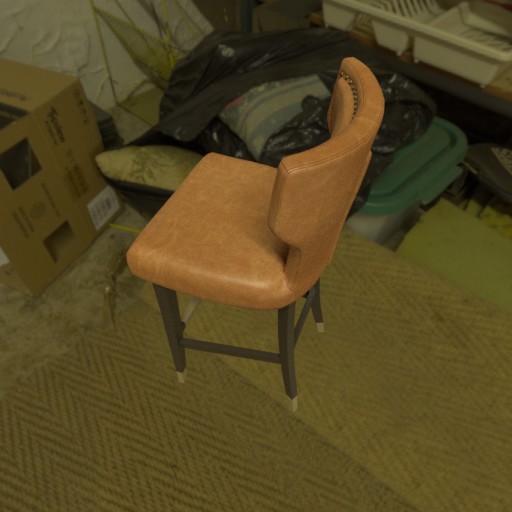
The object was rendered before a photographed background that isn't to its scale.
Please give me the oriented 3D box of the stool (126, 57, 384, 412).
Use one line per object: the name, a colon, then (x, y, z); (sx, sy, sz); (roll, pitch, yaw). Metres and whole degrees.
stool: (0.000, 0.000, 1.381); (0.563, 1.092, 0.526); (16, 49, 15)
